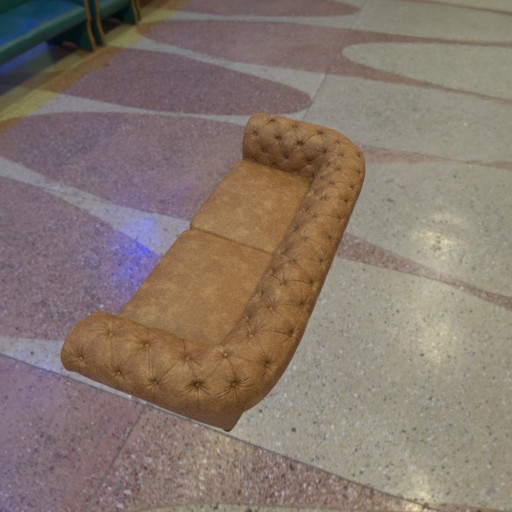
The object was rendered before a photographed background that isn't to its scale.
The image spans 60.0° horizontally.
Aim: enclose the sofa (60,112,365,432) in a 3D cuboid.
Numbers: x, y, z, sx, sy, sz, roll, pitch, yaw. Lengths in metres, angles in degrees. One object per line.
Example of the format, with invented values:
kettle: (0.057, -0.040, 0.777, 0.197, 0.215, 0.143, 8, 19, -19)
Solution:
sofa: (0.000, 0.000, 2.809, 0.989, 0.760, 2.365, 16, 48, 15)
